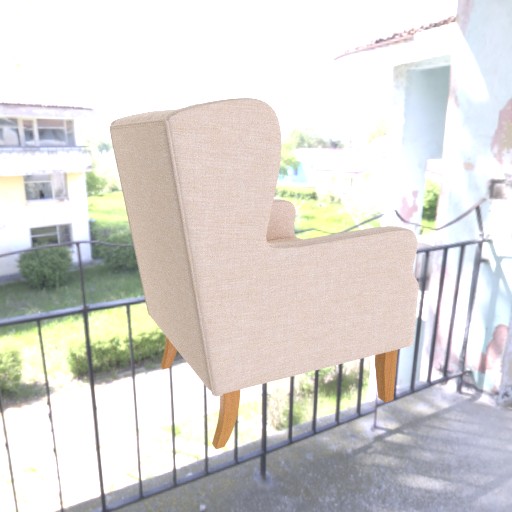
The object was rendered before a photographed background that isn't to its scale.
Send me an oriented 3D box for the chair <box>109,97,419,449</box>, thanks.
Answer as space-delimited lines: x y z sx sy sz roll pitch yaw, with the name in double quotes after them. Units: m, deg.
0.000 0.000 1.460 0.760 0.930 0.710 -8 17 -27 "chair"
